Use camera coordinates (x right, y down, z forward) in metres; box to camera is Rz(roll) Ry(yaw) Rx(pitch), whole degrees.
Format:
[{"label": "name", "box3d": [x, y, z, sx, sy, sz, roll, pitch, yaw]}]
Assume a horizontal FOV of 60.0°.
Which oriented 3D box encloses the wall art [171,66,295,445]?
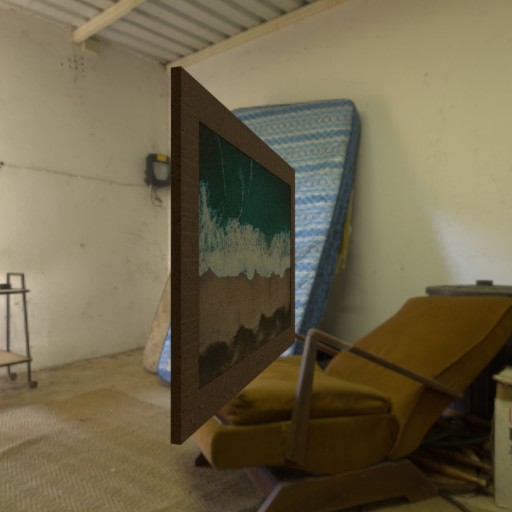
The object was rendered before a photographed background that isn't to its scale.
[{"label": "wall art", "box3d": [0.000, 0.000, 1.174, 0.019, 0.626, 0.917, 0, 0, 17]}]
